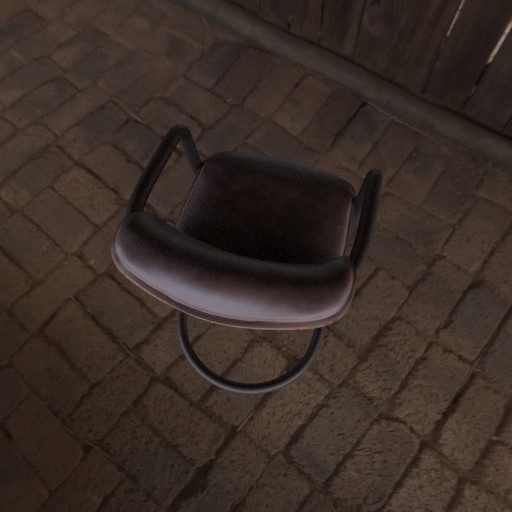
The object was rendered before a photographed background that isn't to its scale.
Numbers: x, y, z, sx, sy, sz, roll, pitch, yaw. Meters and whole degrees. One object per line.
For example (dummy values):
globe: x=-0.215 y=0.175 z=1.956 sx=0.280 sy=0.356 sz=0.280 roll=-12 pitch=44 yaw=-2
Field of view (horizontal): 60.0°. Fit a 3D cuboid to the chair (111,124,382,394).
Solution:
chair: x=0.000 y=0.000 z=1.265 sx=0.536 sy=0.836 sz=0.664 roll=15 pitch=66 yaw=7
